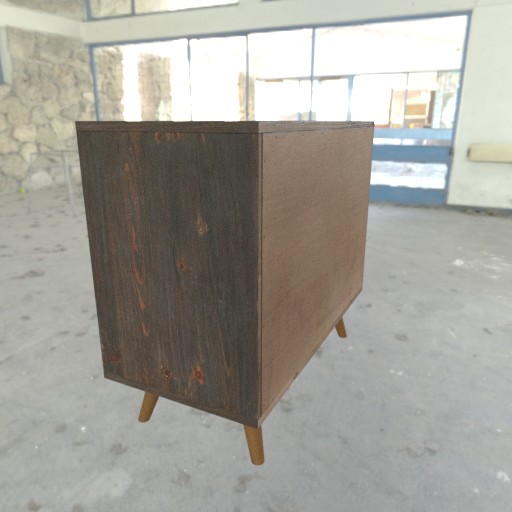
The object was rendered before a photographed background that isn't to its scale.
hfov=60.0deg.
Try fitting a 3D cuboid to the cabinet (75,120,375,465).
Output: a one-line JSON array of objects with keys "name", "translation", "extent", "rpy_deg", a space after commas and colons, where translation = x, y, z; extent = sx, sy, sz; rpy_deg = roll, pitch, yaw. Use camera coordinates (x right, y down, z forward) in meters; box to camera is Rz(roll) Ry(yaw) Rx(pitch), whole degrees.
[{"name": "cabinet", "translation": [0.000, 0.000, 1.538], "extent": [0.529, 0.897, 1.023], "rpy_deg": [8, 19, 25]}]
